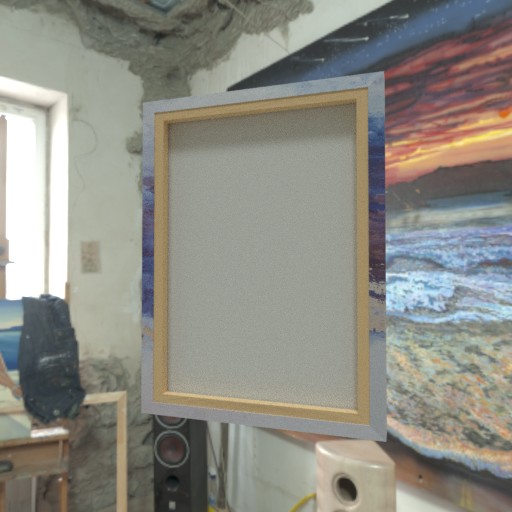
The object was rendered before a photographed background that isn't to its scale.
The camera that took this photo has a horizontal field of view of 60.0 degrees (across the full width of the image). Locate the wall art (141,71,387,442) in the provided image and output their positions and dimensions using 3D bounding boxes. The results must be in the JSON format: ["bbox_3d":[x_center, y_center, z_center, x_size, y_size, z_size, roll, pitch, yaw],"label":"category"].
[{"bbox_3d":[0.000,0.000,0.779,0.437,0.581,0.036,0,-1,18],"label":"wall art"}]
